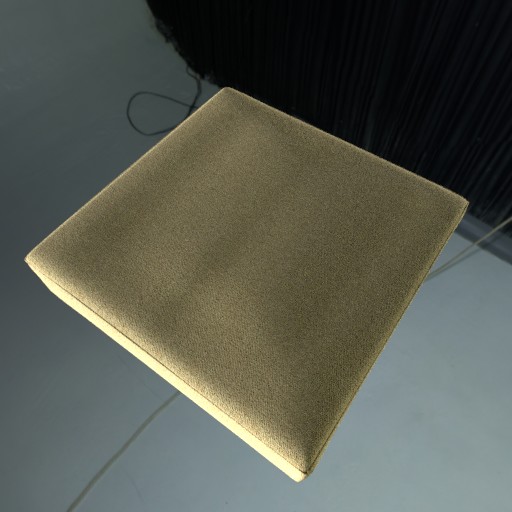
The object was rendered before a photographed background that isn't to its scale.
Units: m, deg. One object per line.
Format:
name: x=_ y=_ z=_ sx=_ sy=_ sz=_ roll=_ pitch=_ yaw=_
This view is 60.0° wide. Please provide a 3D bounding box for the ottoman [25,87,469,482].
ottoman: x=0.000 y=0.000 z=1.461 sx=0.981 sy=0.378 sz=0.970 roll=31 pitch=63 yaw=18
